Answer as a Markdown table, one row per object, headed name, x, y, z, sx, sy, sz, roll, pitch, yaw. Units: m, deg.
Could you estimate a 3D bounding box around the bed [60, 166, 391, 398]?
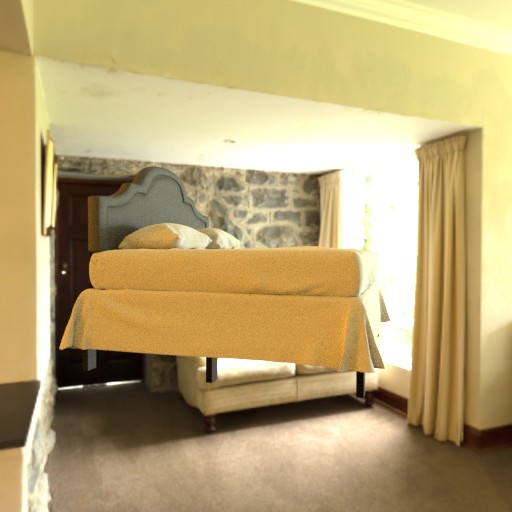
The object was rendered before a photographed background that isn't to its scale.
| name | x | y | z | sx | sy | sz | roll | pitch | yaw |
| --- | --- | --- | --- | --- | --- | --- | --- | --- | --- |
| bed | 0.000 | 0.000 | 3.862 | 2.222 | 1.631 | 2.303 | 0 | 1 | 18 |
